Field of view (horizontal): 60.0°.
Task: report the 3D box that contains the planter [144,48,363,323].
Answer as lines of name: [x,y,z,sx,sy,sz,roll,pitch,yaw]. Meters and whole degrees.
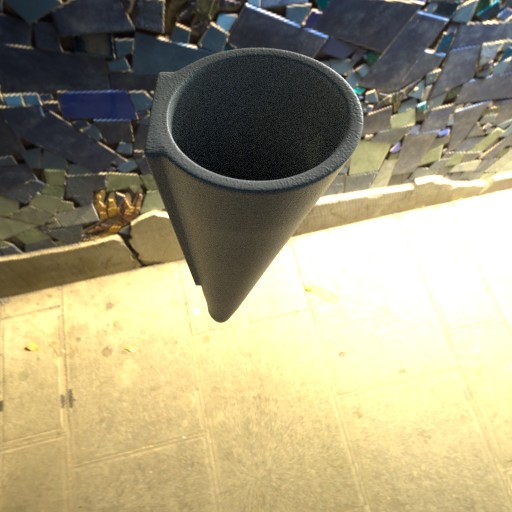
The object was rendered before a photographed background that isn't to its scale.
planter: [0.000,0.000,0.217,0.064,0.191,0.057,2,63,1]
